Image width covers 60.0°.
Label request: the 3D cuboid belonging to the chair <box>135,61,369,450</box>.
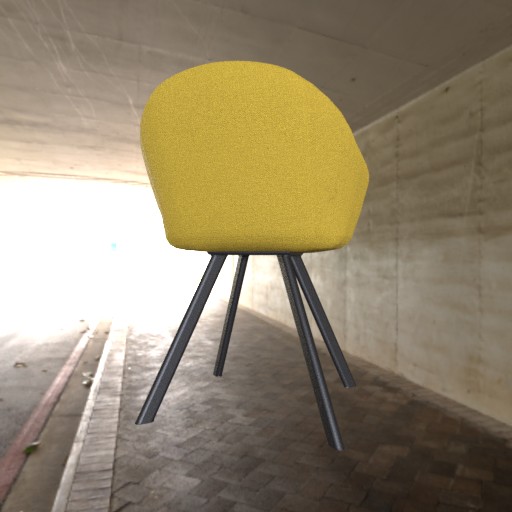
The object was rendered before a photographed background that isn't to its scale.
[{"bbox_3d":[0.000,0.000,1.132,0.545,0.775,0.565,0,0,17],"label":"chair"}]
